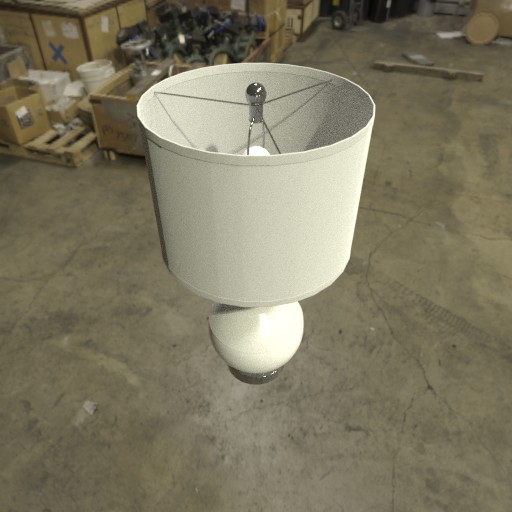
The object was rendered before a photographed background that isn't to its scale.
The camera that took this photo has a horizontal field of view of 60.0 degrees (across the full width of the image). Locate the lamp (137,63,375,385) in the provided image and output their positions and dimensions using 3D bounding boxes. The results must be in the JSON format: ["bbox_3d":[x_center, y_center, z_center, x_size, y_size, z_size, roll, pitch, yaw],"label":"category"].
[{"bbox_3d":[0.000,0.000,0.873,0.357,0.673,0.357,13,42,14],"label":"lamp"}]
